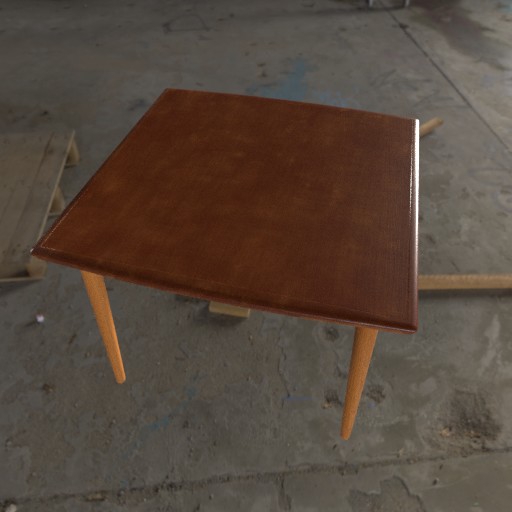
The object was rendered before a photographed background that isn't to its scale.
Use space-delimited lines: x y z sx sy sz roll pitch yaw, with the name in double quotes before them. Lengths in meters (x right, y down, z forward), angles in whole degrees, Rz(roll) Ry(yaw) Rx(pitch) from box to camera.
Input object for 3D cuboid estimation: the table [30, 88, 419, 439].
"table" 0.000 0.000 1.658 0.991 0.754 0.991 11 48 10
